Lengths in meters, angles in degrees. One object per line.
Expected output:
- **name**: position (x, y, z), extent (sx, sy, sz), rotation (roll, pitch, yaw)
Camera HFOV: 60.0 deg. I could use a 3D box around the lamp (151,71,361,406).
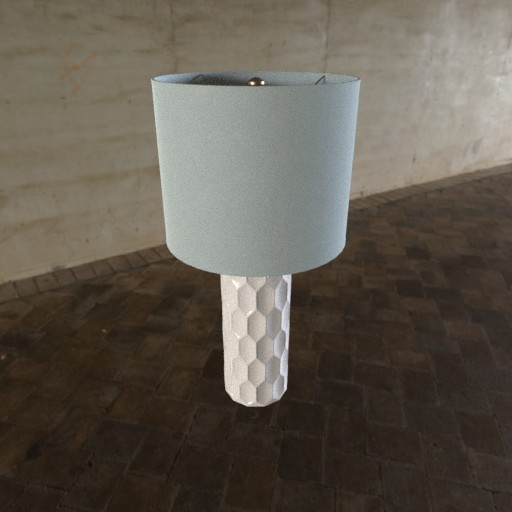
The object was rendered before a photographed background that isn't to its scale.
- **lamp**: position (0.000, 0.000, 0.712), extent (0.277, 0.534, 0.277), rotation (0, 26, -1)
